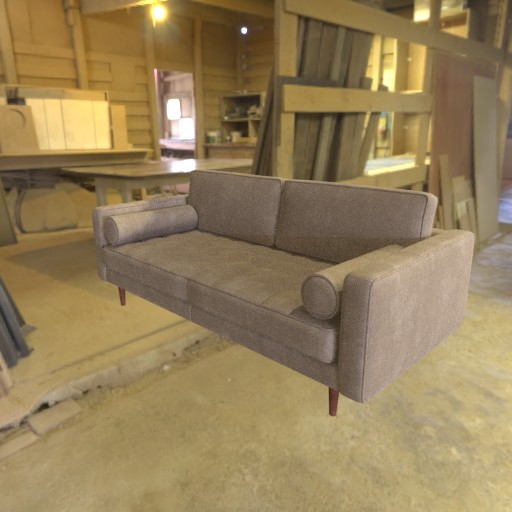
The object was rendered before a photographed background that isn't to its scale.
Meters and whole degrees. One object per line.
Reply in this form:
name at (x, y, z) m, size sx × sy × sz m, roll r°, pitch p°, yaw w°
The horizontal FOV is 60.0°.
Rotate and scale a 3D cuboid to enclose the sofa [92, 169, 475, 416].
sofa at (0.000, 0.000, 2.311) m, size 1.883 × 0.769 × 0.920 m, roll 15°, pitch 22°, yaw 42°
